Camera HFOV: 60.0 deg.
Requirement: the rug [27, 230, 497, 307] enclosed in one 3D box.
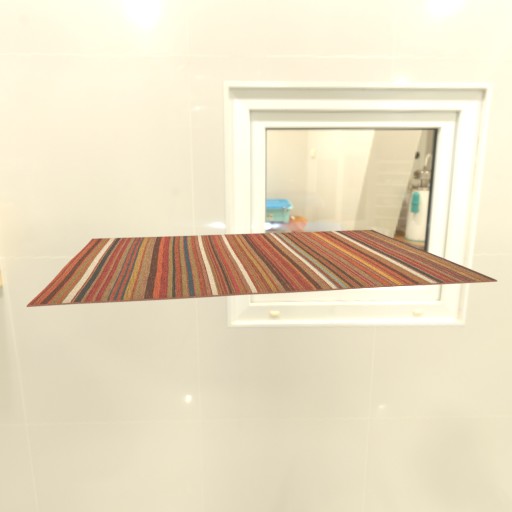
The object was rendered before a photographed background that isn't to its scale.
[{"bbox_3d":[0.000,0.000,2.273,1.828,0.007,1.217,-2,14,-9],"label":"rug"}]
